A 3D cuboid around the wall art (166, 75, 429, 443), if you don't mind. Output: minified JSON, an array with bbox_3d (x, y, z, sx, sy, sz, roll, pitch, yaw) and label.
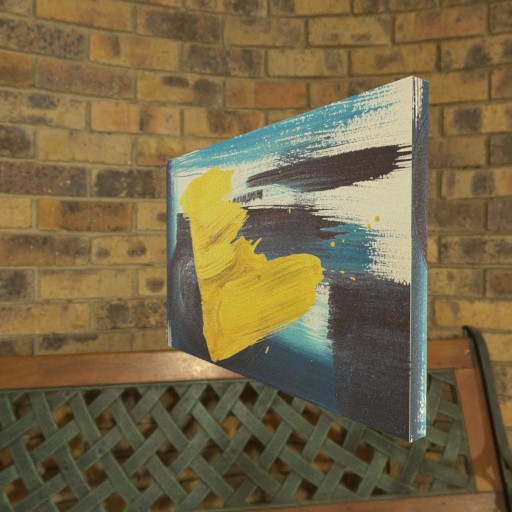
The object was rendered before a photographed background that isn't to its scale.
[{"bbox_3d":[0.000,0.000,0.741,0.033,0.406,0.609,-1,2,-37],"label":"wall art"}]
